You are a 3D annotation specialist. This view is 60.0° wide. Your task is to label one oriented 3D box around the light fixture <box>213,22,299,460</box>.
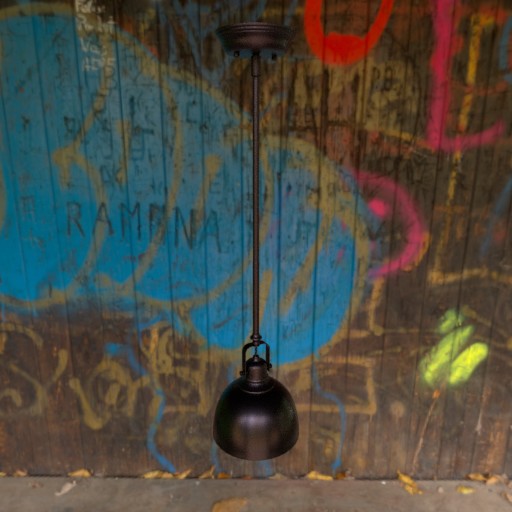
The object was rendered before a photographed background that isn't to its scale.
[{"bbox_3d":[0.000,0.000,0.836,0.182,0.768,0.182,-8,17,-27],"label":"light fixture"}]
